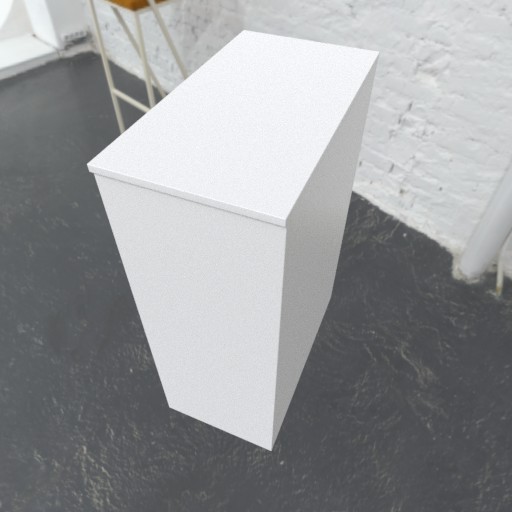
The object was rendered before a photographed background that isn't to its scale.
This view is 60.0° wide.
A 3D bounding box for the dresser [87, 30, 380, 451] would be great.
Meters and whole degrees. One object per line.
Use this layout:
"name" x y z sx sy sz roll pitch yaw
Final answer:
"dresser" 0.000 0.000 1.351 0.401 1.021 0.704 17 49 15
